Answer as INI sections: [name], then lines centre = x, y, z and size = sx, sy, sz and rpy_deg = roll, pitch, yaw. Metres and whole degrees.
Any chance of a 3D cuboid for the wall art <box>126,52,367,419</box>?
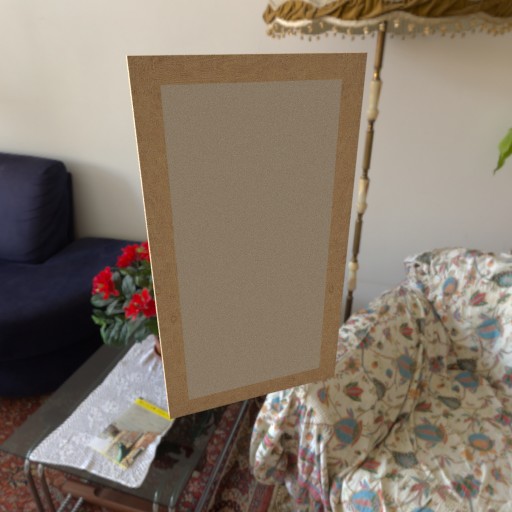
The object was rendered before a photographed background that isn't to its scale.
[wall art]
centre = 0.000, 0.000, 0.823
size = 0.381, 0.683, 0.013
rpy_deg = -9, 28, -17
